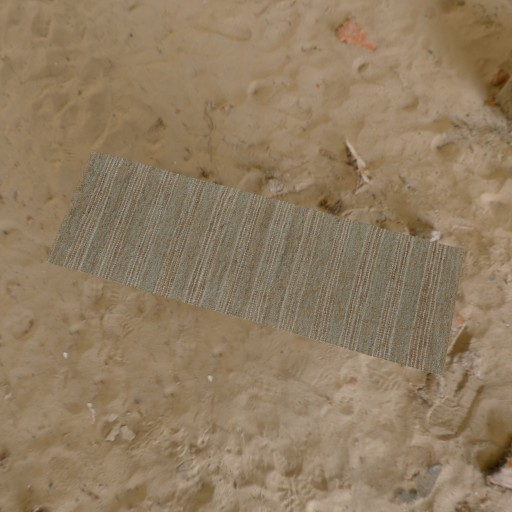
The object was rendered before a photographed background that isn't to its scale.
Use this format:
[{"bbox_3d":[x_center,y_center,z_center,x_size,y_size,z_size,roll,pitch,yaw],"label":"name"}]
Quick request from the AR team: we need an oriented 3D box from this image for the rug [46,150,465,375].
[{"bbox_3d":[0.000,0.000,2.703,2.438,0.006,0.783,15,76,4],"label":"rug"}]
